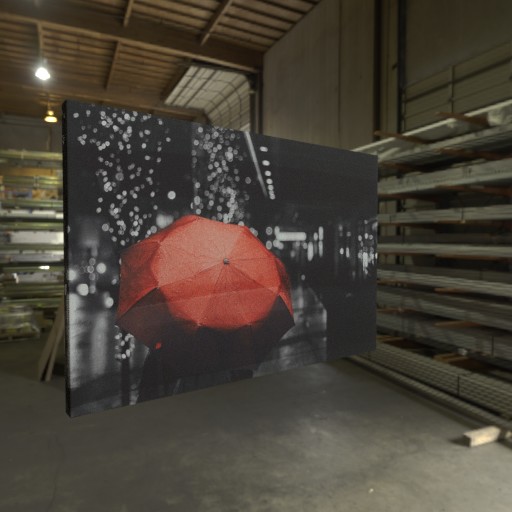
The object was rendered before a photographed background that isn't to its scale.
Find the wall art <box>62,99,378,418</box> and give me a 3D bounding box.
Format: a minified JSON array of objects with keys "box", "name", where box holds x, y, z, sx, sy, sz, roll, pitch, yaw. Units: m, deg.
[{"box":[0.000,0.000,1.129,0.914,0.609,0.038,-1,2,-36],"name":"wall art"}]
